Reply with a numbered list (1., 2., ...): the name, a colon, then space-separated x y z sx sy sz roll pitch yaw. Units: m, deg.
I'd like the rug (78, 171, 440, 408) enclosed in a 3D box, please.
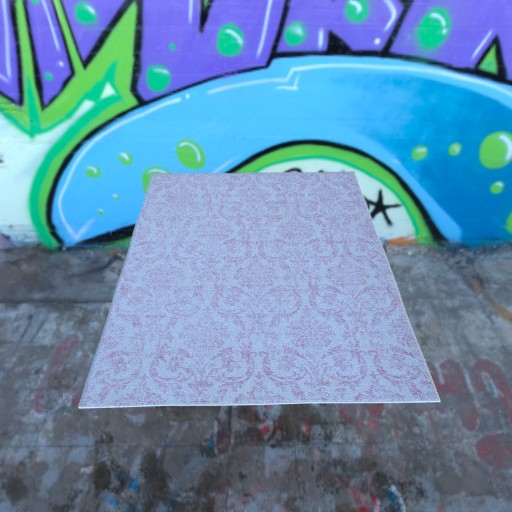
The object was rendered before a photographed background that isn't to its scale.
1. rug: 0.000 0.000 4.019 2.363 0.012 2.980 -1 41 -1
